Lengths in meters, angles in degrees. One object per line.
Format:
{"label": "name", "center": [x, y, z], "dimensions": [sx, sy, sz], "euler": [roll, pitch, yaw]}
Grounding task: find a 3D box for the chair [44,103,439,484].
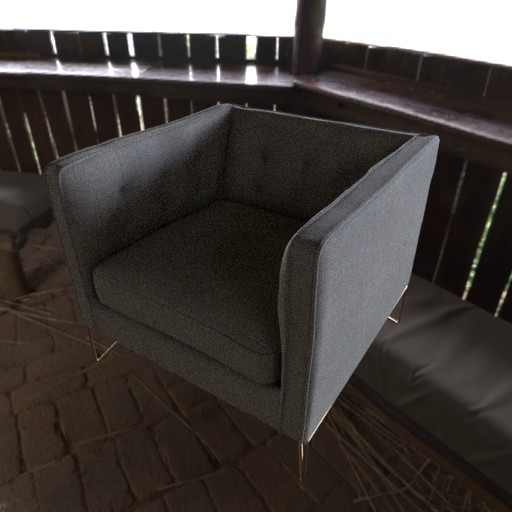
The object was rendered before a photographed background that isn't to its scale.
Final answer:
{"label": "chair", "center": [0.000, 0.000, 1.572], "dimensions": [0.920, 0.799, 0.912], "euler": [19, 36, 28]}
